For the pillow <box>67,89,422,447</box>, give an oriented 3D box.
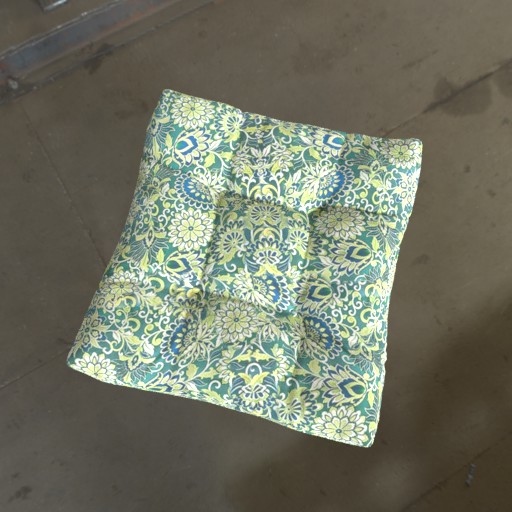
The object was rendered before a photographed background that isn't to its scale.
[{"bbox_3d":[0.000,0.000,0.721,0.468,0.128,0.490,13,76,3],"label":"pillow"}]
